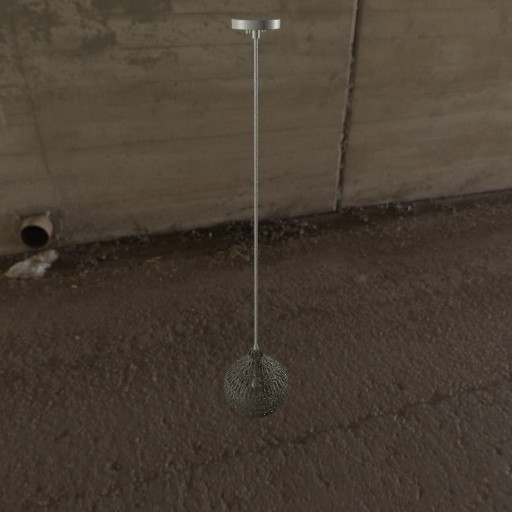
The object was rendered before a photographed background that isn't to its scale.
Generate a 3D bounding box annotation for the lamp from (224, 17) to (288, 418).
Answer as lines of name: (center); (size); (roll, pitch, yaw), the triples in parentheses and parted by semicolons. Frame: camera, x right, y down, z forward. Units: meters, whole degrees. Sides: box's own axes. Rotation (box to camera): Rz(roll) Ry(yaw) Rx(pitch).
lamp: (0.000, 0.000, 2.030); (0.355, 1.919, 0.355); (21, 37, 30)
